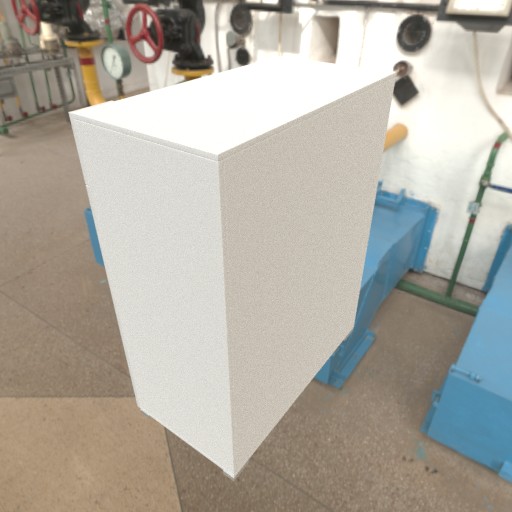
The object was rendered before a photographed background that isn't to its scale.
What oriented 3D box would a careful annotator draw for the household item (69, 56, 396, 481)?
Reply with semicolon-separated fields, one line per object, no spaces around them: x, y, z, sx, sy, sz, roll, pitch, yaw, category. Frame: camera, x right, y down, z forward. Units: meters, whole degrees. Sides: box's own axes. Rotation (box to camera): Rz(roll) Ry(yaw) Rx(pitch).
0.000;0.000;1.392;0.420;1.010;0.790;22;40;29;household item
